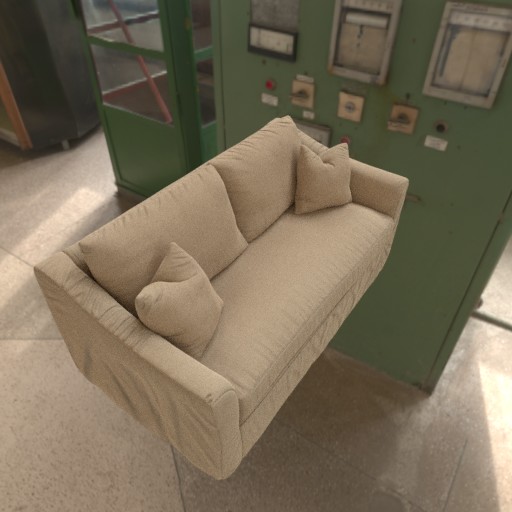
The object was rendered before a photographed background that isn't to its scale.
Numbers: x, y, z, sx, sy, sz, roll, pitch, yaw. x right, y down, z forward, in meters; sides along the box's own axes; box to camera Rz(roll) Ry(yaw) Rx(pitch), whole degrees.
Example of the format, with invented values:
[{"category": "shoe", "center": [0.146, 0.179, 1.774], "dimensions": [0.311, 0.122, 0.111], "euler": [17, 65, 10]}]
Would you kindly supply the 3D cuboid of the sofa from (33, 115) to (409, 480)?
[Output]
[{"category": "sofa", "center": [0.000, 0.000, 2.583], "dimensions": [1.072, 1.018, 2.010], "euler": [25, 46, 26]}]
